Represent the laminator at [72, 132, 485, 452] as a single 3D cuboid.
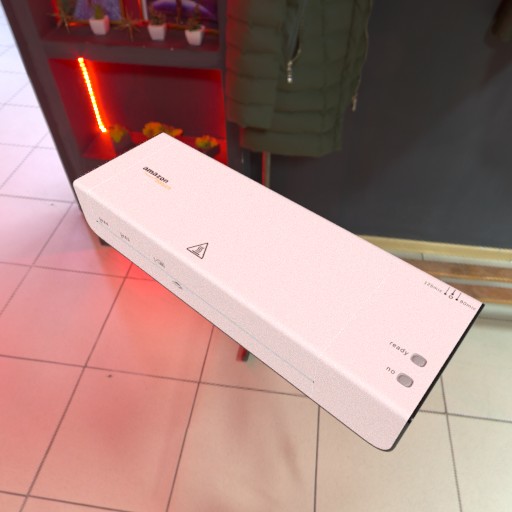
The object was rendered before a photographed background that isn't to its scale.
[{"bbox_3d":[0.000,0.000,0.382,0.340,0.062,0.123,32,55,26],"label":"laminator"}]
